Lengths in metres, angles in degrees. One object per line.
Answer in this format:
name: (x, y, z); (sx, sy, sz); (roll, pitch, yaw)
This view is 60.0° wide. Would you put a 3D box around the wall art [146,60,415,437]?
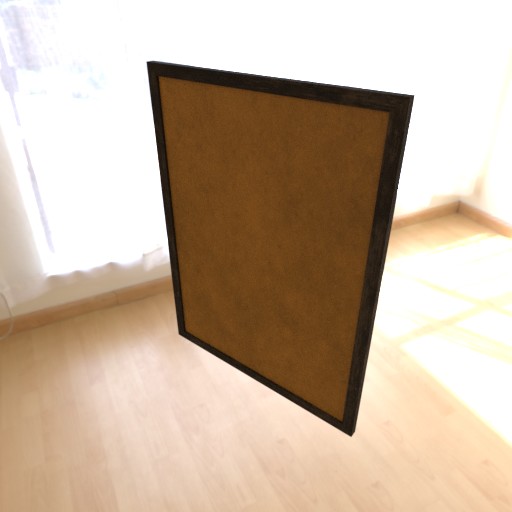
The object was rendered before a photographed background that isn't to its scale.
wall art: (0.000, 0.000, 1.394); (0.812, 1.066, 0.029); (22, 38, 32)
